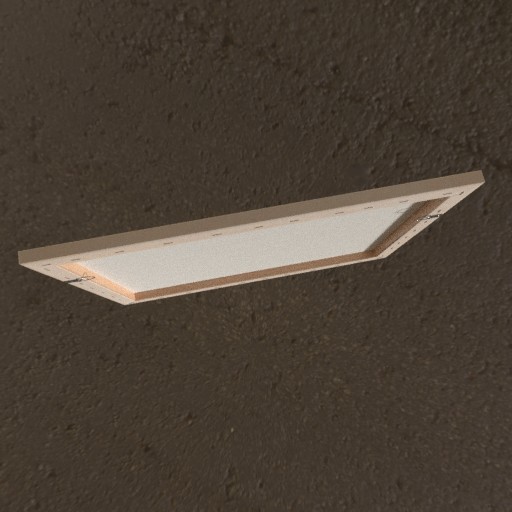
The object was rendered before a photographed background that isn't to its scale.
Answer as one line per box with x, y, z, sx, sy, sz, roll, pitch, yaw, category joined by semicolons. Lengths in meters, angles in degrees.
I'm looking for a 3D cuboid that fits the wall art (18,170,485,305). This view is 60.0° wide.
0.000;0.000;1.588;1.219;0.912;0.042;-10;78;-2;wall art
